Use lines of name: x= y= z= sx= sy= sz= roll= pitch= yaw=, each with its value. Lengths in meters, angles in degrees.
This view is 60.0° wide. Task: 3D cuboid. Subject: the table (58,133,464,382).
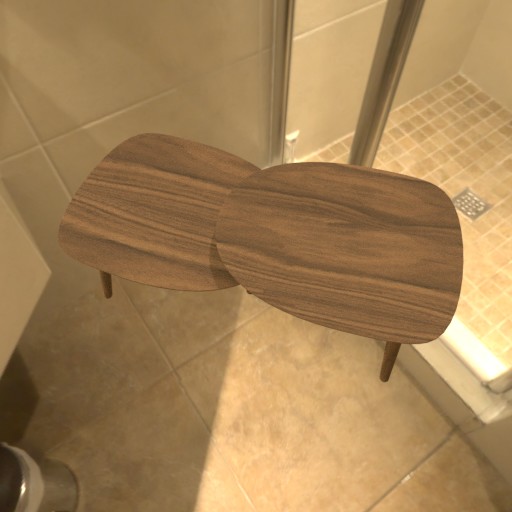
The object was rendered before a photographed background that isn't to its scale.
table: x=0.000 y=0.000 z=1.371 sx=1.084 sy=0.429 sz=0.527 roll=15 pitch=59 yaw=9
